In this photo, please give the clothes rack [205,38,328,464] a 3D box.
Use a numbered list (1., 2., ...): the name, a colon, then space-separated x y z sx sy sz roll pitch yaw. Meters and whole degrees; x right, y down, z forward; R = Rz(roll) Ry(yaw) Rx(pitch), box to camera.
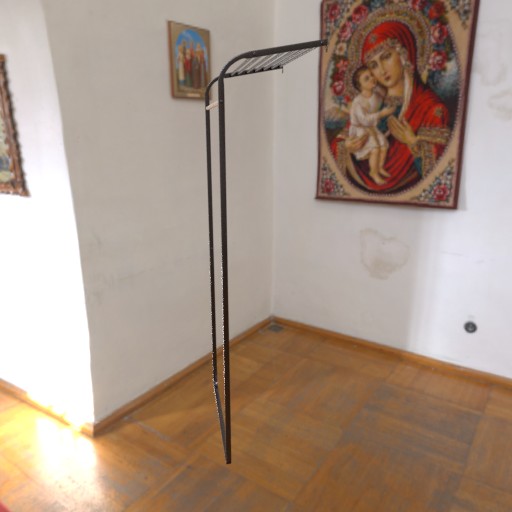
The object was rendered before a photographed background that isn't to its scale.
1. clothes rack: 0.000 0.000 1.863 0.349 1.574 0.609 -3 17 -10
